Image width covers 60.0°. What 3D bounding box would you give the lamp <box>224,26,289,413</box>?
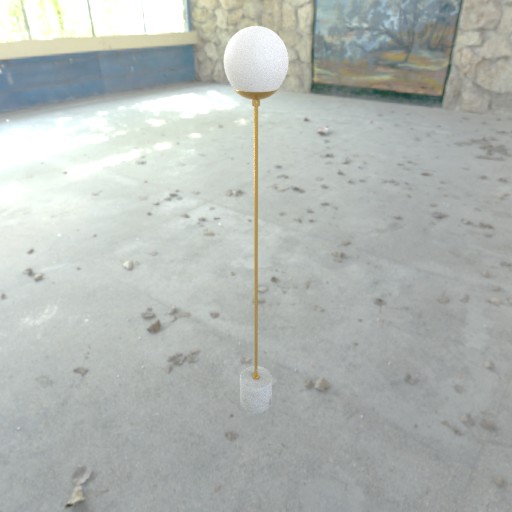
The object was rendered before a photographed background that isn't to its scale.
[{"bbox_3d":[0.000,0.000,1.902,0.224,1.753,0.224,22,36,33],"label":"lamp"}]
